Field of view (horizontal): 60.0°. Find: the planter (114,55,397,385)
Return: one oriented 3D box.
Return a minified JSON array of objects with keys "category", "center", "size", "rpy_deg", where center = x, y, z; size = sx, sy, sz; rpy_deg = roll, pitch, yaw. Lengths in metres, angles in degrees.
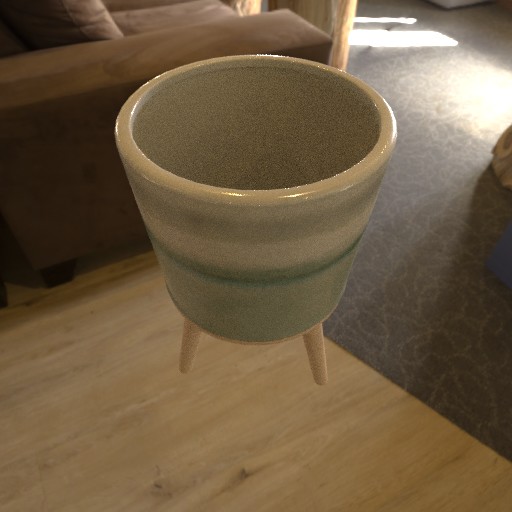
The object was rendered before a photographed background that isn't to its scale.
[{"category":"planter","center":[0.000,0.000,0.569],"size":[0.265,0.404,0.265],"rpy_deg":[-9,48,-8]}]
